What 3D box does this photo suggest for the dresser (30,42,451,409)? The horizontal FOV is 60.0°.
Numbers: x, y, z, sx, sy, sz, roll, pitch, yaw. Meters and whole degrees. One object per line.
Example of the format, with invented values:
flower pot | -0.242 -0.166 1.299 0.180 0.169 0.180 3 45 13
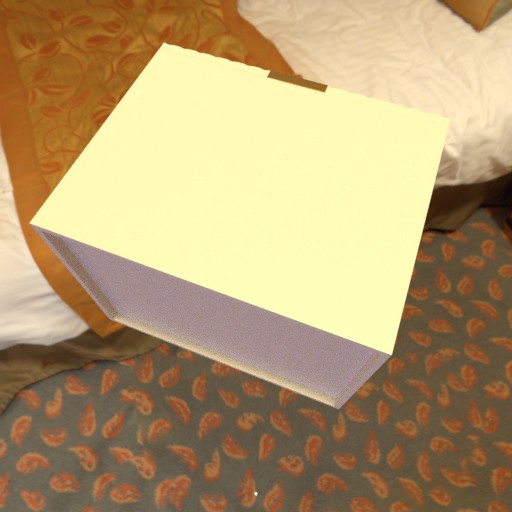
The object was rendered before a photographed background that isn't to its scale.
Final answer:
dresser | 0.000 0.000 0.902 0.503 0.568 0.414 19 63 10
